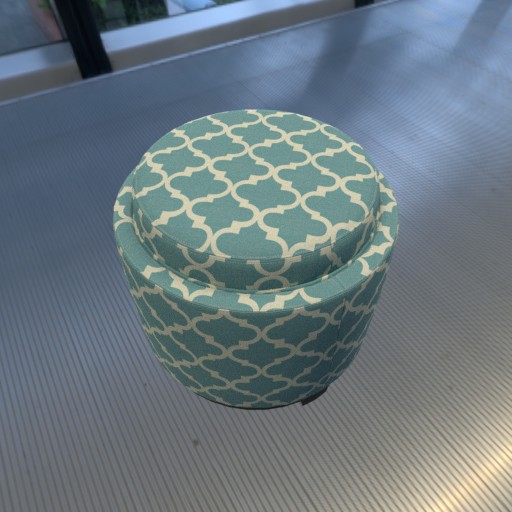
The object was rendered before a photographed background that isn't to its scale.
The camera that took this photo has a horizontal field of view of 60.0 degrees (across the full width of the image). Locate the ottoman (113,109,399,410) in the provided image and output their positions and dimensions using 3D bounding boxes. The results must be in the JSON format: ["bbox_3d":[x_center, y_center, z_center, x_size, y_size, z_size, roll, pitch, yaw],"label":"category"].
[{"bbox_3d":[0.000,0.000,0.850,0.480,0.429,0.480,0,47,0],"label":"ottoman"}]
